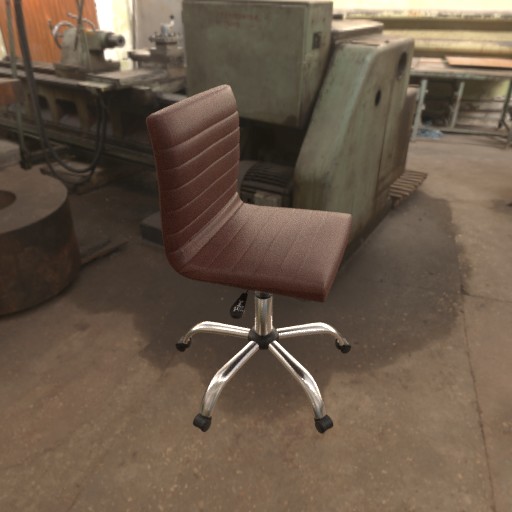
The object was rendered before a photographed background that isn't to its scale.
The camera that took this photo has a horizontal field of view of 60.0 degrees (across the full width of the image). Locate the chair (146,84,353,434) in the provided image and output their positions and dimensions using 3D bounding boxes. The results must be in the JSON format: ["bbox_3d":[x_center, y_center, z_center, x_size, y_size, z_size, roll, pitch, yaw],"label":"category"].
[{"bbox_3d":[0.000,0.000,1.157,0.530,0.780,0.556,10,32,17],"label":"chair"}]
